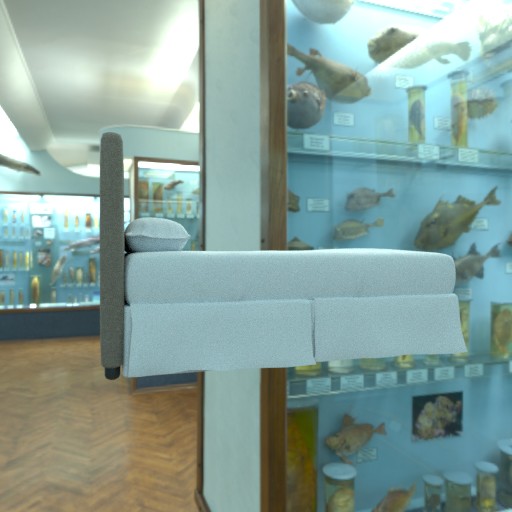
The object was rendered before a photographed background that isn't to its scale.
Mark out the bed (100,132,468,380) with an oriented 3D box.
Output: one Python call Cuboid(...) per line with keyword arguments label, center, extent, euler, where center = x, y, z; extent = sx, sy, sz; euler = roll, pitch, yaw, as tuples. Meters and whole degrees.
Cuboid(label="bed", center=(0.000, 0.000, 3.573), extent=(2.341, 1.317, 2.119), euler=(0, 0, -18))
